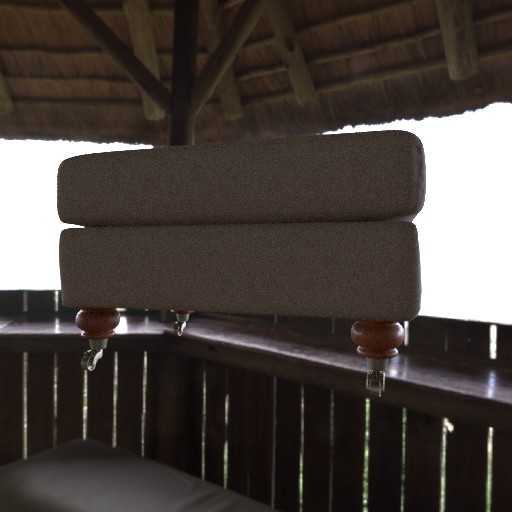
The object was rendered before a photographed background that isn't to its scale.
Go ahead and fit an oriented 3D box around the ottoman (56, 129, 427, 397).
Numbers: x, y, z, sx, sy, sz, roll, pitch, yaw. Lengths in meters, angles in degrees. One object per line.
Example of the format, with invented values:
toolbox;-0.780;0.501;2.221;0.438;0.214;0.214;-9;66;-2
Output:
ottoman;0.000;0.000;1.108;0.773;0.497;0.574;0;1;17
